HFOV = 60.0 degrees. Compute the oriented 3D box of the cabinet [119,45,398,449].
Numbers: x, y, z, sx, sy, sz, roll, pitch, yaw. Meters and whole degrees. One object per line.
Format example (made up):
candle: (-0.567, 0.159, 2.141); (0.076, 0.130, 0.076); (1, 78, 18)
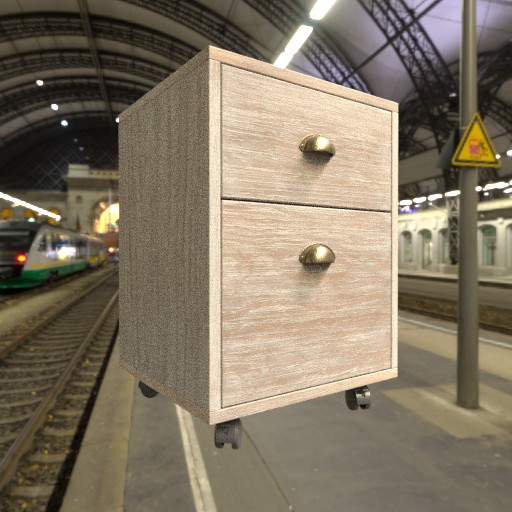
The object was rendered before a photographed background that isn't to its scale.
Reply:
cabinet: (0.000, 0.000, 0.869); (0.409, 0.579, 0.401); (0, 1, -35)
